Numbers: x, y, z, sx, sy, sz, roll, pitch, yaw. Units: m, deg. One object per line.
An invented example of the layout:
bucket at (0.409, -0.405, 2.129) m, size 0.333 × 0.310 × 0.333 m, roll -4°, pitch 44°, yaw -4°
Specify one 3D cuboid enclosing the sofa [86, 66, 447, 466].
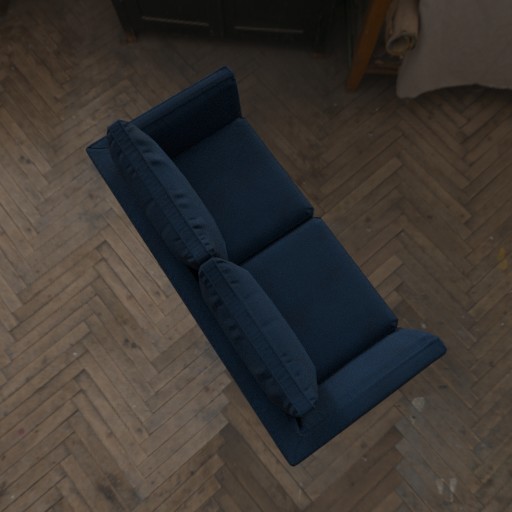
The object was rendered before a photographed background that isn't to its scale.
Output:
sofa at (0.000, 0.000, 2.296) m, size 0.853 × 1.002 × 1.770 m, roll -34°, pitch 78°, yaw -8°
